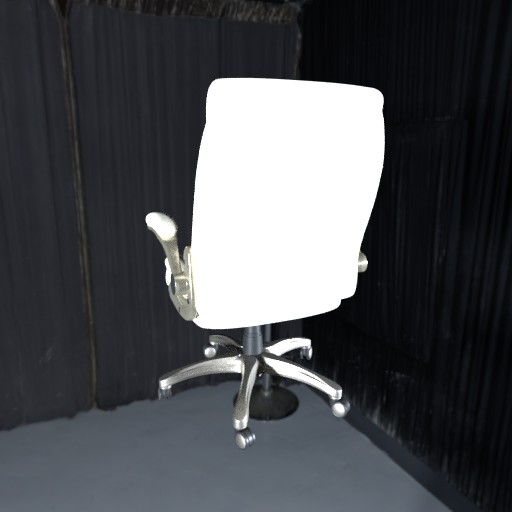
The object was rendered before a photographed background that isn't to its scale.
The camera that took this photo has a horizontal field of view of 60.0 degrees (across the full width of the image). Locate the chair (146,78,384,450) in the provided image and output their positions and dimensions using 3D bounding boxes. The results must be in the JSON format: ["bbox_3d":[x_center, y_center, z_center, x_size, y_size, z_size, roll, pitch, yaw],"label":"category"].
[{"bbox_3d":[0.000,0.000,1.619,0.740,1.110,0.794,-7,15,-26],"label":"chair"}]
